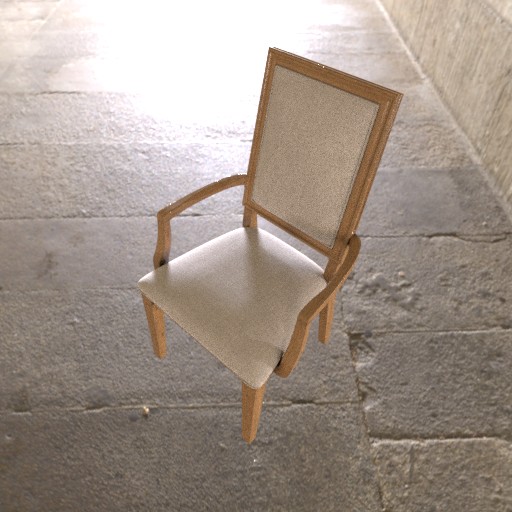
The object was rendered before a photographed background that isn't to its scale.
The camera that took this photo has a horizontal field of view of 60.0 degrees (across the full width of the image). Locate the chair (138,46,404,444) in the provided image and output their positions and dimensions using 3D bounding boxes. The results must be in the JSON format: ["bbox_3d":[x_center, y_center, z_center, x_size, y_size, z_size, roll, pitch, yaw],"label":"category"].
[{"bbox_3d":[0.000,0.000,1.373,0.606,0.990,0.602,34,55,28],"label":"chair"}]
